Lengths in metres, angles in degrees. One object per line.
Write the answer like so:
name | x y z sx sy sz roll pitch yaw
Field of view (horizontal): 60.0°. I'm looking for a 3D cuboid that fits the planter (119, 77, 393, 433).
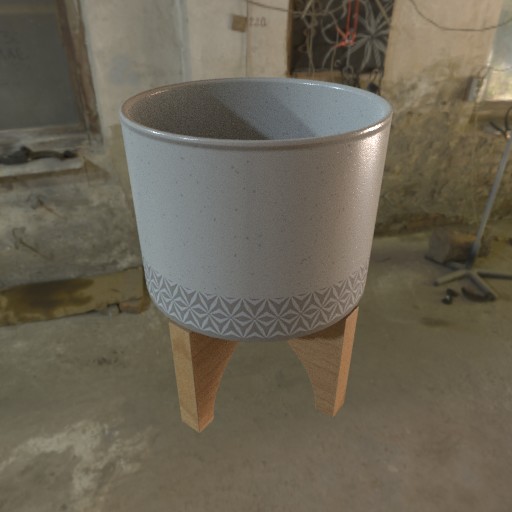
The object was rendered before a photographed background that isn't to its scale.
planter | 0.000 0.000 0.263 0.130 0.178 0.130 0 32 0
